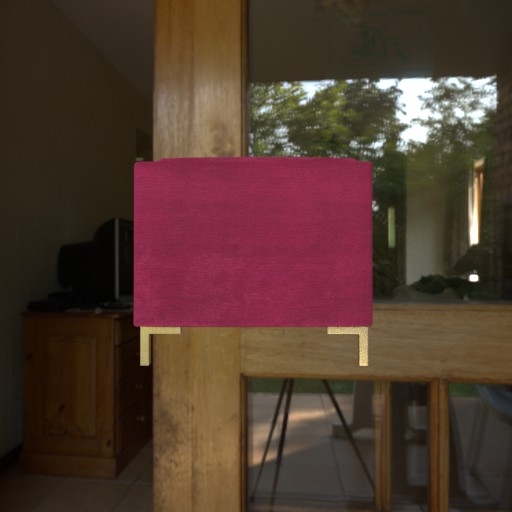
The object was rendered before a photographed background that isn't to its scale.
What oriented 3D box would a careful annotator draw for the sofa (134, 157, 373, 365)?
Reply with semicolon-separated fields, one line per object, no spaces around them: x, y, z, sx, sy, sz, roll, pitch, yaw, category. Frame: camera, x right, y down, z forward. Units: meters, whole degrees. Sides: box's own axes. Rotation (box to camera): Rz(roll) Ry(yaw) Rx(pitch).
0.000;0.000;2.449;0.796;0.705;2.102;0;0;0;sofa
